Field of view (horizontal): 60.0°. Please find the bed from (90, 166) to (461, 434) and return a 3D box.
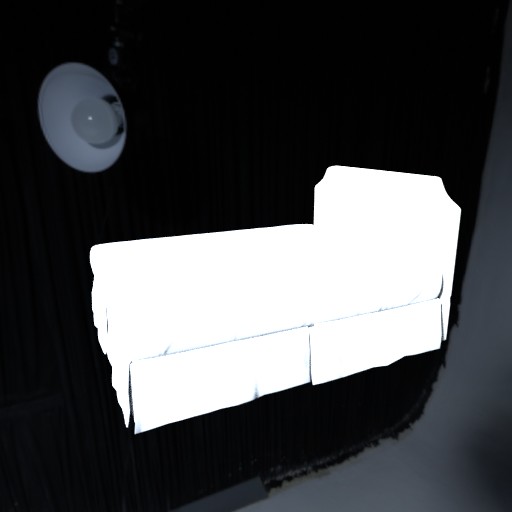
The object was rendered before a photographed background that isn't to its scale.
[{"bbox_3d":[0.000,0.000,3.626,2.498,1.293,1.977,-7,17,-24],"label":"bed"}]
